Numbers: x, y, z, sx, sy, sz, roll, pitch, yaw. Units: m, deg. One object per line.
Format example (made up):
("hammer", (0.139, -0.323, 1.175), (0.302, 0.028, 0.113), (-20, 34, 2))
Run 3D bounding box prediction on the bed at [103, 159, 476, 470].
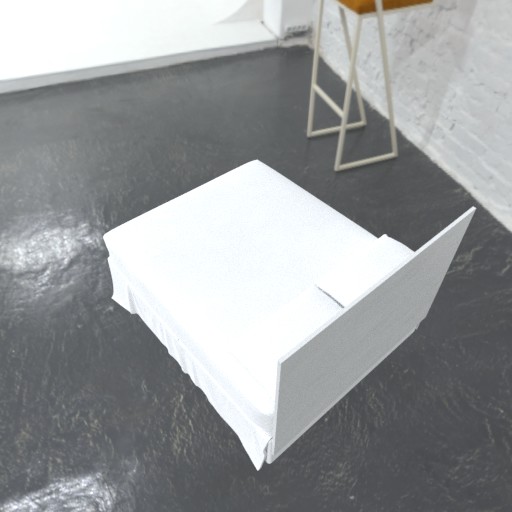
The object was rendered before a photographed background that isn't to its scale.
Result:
("bed", (0.000, 0.000, 3.305), (1.745, 1.335, 2.094), (-32, 54, -27))
